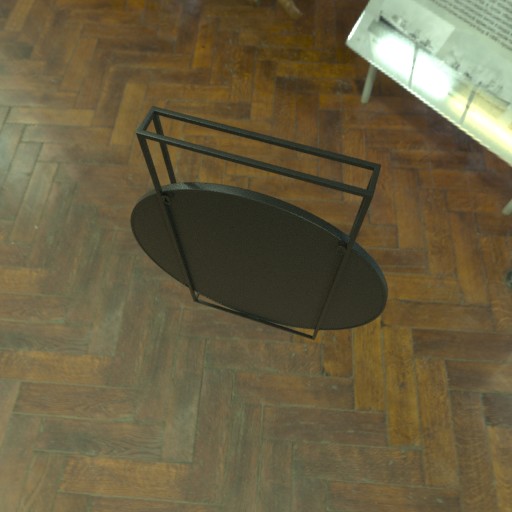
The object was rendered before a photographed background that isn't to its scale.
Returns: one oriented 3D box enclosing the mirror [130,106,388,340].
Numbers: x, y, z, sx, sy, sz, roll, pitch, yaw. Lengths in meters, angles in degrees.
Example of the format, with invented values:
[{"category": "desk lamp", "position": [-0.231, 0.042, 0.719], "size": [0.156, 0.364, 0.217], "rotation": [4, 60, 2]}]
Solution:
[{"category": "mirror", "position": [0.000, 0.000, 0.835], "size": [0.508, 0.603, 0.051], "rotation": [17, 64, 8]}]
